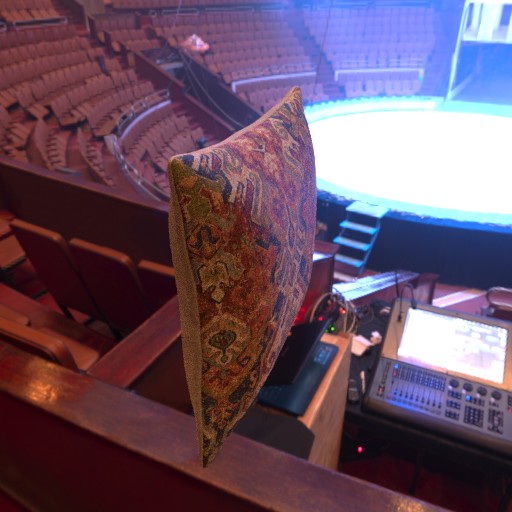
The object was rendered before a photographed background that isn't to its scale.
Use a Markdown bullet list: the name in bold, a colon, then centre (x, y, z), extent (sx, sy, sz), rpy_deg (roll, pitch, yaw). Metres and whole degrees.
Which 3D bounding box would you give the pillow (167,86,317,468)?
- **pillow**: centre (0.000, 0.000, 0.799), extent (0.166, 0.506, 0.523), rpy_deg (10, 31, 17)
